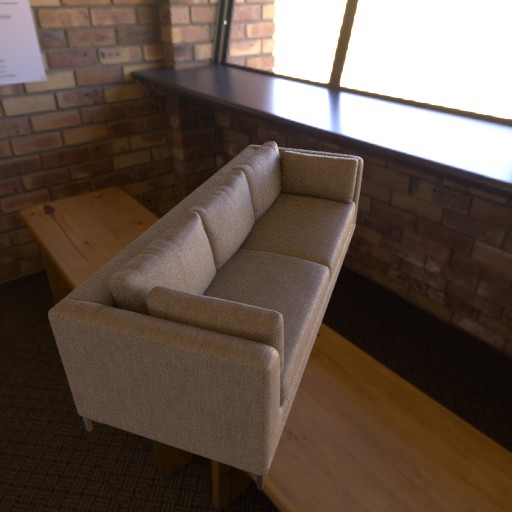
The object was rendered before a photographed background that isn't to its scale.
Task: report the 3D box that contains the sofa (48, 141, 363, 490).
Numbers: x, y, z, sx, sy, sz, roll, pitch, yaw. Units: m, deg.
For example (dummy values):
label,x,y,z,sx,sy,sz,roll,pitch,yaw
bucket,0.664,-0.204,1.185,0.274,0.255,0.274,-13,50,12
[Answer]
label,x,y,z,sx,sy,sz,roll,pitch,yaw
sofa,0.000,0.000,2.810,0.969,0.867,2.415,10,33,17
